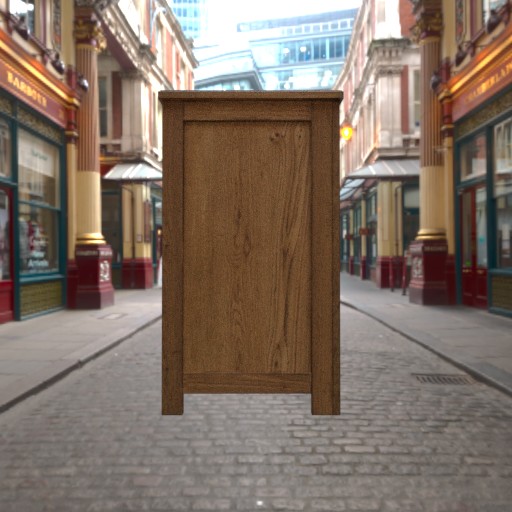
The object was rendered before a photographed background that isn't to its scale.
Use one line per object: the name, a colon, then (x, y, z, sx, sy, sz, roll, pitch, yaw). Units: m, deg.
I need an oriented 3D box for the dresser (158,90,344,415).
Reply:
dresser: (0.000, 0.000, 2.089, 0.563, 0.932, 1.657, 0, -1, 0)
